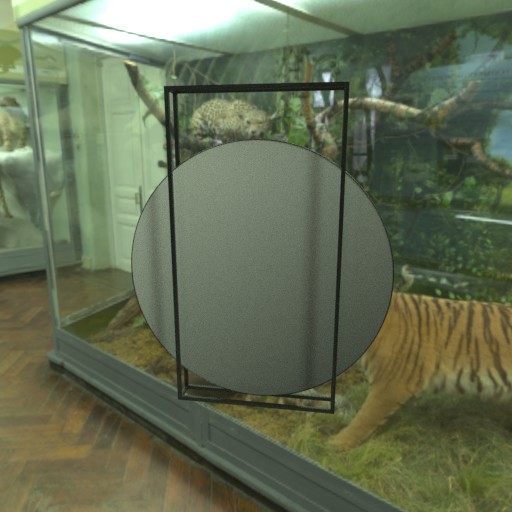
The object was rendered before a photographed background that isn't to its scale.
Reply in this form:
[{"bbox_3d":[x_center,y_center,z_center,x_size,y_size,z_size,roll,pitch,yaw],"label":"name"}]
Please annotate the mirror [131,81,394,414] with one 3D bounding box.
[{"bbox_3d":[0.000,0.000,0.834,0.508,0.603,0.051,2,14,9],"label":"mirror"}]
